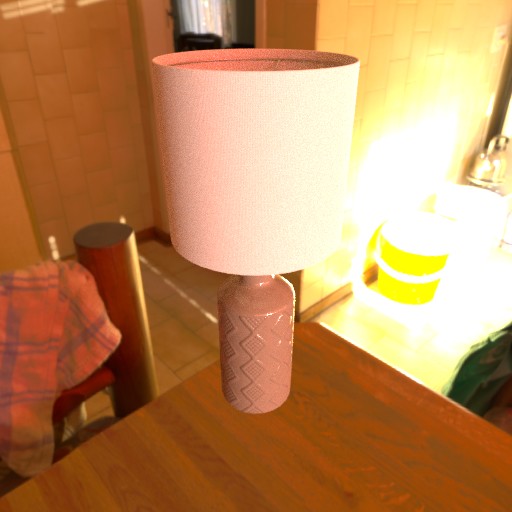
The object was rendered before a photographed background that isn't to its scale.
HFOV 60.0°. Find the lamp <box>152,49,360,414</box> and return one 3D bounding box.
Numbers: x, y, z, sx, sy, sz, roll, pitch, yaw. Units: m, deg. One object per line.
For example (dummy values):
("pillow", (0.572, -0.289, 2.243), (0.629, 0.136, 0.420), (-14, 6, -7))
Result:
("lamp", (0.000, 0.000, 0.562), (0.207, 0.461, 0.207), (8, 31, 14))
